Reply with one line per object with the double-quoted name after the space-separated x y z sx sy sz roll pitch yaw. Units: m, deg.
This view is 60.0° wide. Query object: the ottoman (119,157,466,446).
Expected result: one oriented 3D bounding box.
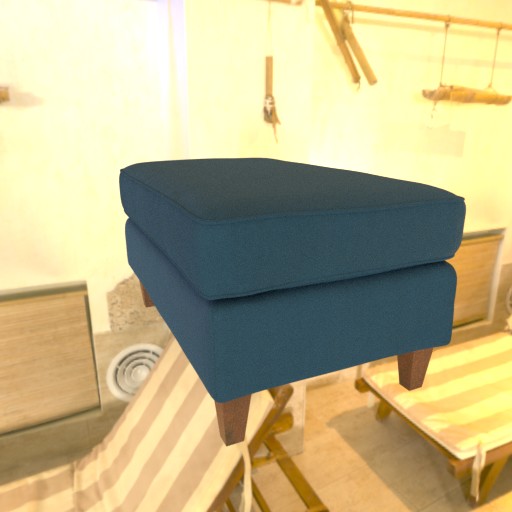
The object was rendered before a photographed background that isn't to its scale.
0.000 0.000 1.195 0.583 0.484 0.862 -8 18 -24 "ottoman"
